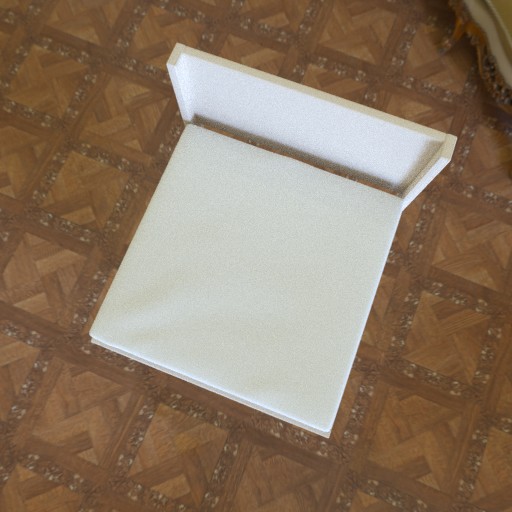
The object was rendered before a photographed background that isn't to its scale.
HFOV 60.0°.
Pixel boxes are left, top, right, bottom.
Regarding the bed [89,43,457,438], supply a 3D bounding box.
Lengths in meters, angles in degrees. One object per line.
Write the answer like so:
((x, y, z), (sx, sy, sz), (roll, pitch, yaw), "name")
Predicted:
((0.000, 0.000, 3.631), (2.145, 1.471, 2.293), (21, 77, 5), "bed")
